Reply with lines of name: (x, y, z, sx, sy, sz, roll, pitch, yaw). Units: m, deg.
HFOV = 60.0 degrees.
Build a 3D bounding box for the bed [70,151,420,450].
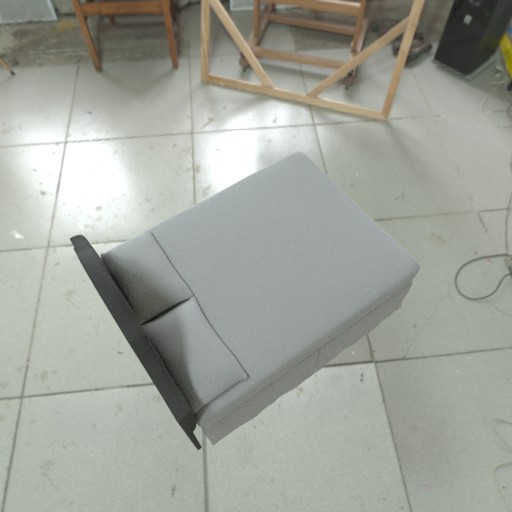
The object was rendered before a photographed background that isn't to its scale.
bed: (0.000, 0.000, 3.337, 2.155, 1.575, 1.636, -31, 63, -18)
